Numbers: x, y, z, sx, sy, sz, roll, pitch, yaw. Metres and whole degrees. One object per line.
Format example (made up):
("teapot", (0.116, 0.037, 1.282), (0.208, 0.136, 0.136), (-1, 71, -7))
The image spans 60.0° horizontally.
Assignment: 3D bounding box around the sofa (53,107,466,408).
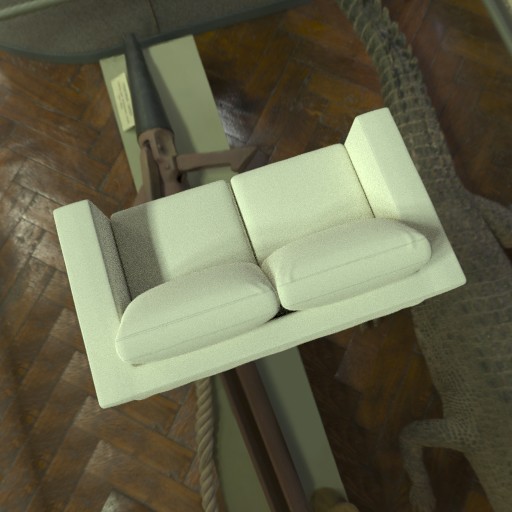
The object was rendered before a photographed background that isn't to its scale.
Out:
("sofa", (0.000, 0.000, 2.342), (1.813, 0.932, 1.009), (-18, 77, -4))
